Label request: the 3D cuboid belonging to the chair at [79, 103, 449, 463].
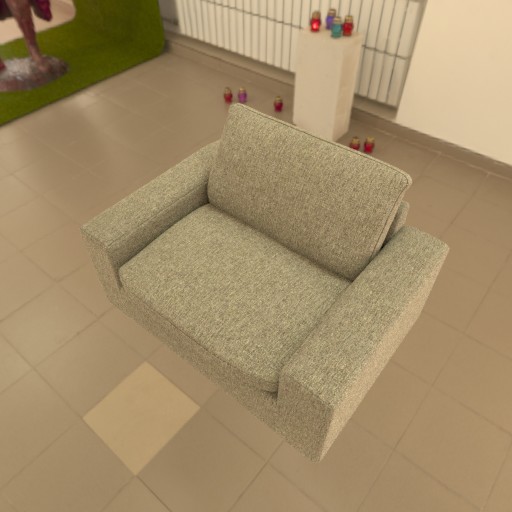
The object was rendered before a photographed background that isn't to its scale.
[{"bbox_3d":[0.000,0.000,2.070,1.398,0.915,1.039,31,54,26],"label":"chair"}]
